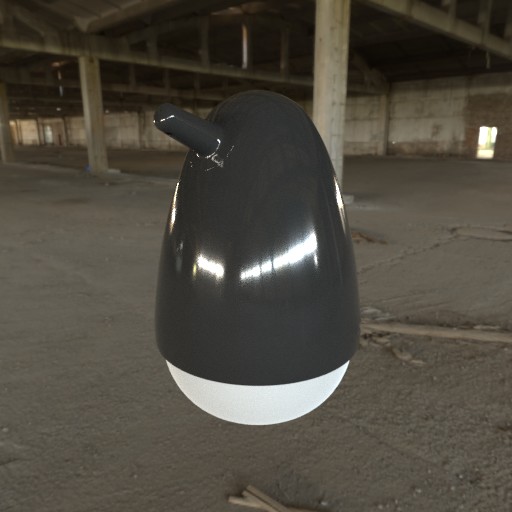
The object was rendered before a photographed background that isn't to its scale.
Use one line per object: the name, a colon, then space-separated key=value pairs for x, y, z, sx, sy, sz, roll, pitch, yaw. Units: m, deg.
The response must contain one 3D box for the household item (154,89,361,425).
household item: x=0.000 y=0.000 z=0.215 sx=0.102 sy=0.152 sz=0.104 roll=15 pitch=21 yaw=42
